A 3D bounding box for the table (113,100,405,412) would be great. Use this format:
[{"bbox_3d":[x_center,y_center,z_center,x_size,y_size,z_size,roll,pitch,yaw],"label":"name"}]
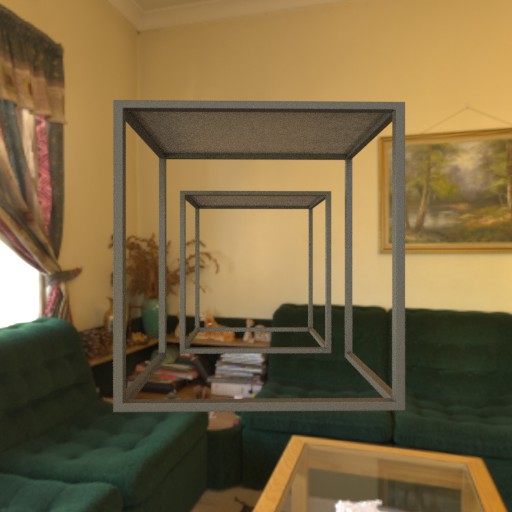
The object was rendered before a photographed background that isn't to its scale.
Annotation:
[{"bbox_3d":[0.000,0.000,1.165,0.508,0.540,0.788,0,0,-1],"label":"table"}]
